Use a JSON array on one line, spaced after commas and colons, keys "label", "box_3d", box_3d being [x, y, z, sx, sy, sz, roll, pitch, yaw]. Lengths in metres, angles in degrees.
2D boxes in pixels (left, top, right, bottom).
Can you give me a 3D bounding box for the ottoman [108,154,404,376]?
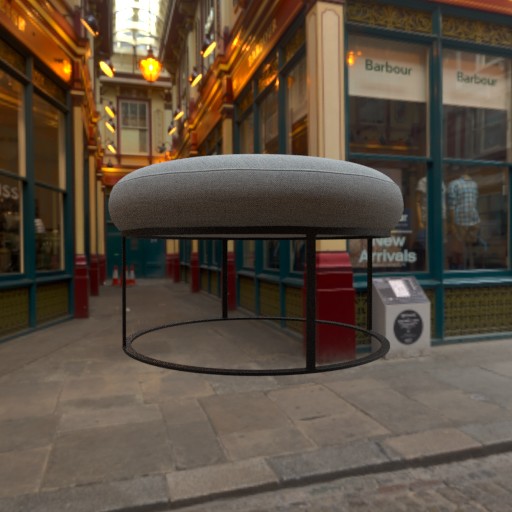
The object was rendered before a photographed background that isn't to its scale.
[{"label": "ottoman", "box_3d": [0.000, 0.000, 1.219, 0.769, 0.459, 0.769, 0, 1, 0]}]
